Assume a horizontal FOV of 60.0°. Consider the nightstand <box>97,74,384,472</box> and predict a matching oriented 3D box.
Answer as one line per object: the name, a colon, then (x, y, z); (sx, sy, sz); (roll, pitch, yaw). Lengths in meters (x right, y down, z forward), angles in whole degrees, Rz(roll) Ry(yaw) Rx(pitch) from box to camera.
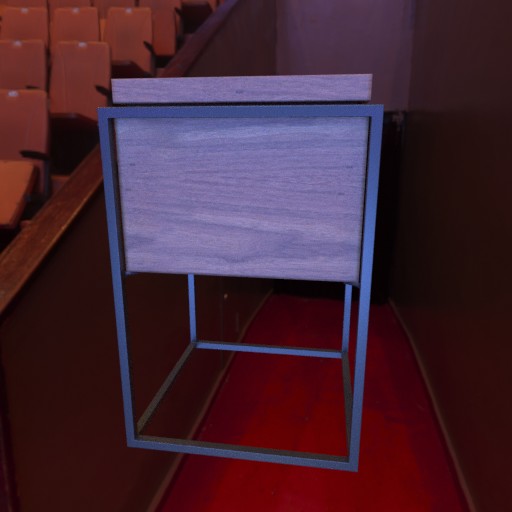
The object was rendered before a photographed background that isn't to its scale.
nightstand: (0.000, 0.000, 0.860); (0.397, 0.607, 0.397); (2, 15, 9)
